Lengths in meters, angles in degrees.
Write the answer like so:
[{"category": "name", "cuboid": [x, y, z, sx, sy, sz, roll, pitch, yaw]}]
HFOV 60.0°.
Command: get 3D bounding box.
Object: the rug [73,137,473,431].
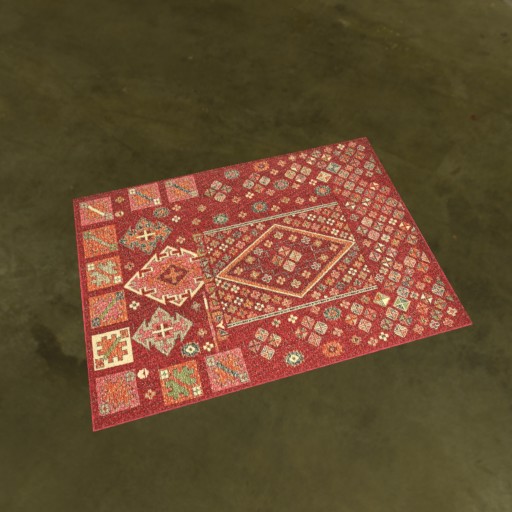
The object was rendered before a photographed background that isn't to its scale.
[{"category": "rug", "cuboid": [0.000, 0.000, 2.825, 2.184, 0.007, 1.579, -14, 60, -8]}]
